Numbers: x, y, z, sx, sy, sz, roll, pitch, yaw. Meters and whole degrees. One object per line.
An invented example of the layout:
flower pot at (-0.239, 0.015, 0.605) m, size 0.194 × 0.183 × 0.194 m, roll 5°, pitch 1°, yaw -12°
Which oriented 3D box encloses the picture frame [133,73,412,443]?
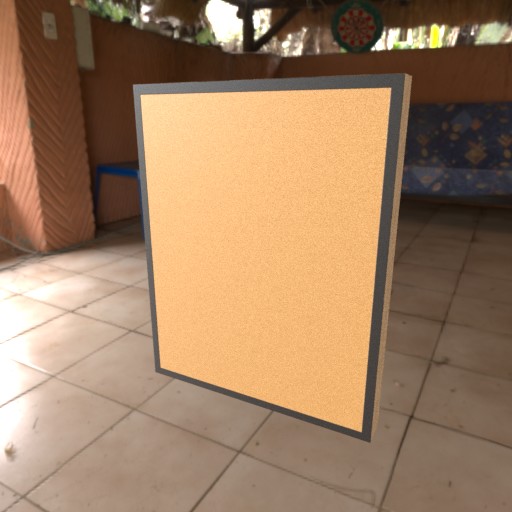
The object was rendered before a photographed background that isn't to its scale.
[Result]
picture frame at (0.000, 0.000, 0.713) m, size 0.421 × 0.526 × 0.046 m, roll 9°, pitch 20°, yaw 27°
